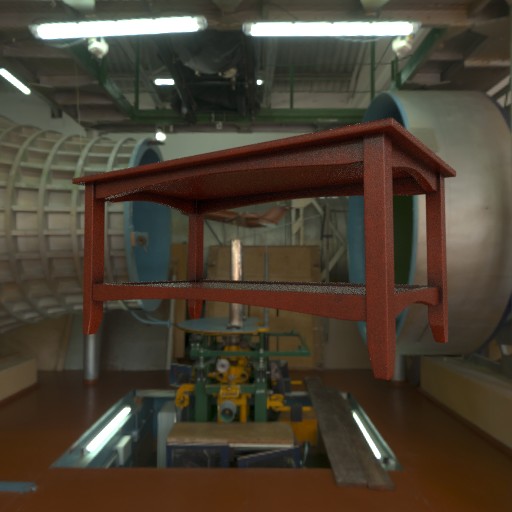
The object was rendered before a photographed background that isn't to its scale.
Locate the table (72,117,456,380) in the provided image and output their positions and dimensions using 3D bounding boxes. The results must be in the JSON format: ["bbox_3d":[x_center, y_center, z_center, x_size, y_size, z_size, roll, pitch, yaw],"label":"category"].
[{"bbox_3d":[0.000,0.000,1.239,0.943,0.456,0.533,-1,-1,35],"label":"table"}]
